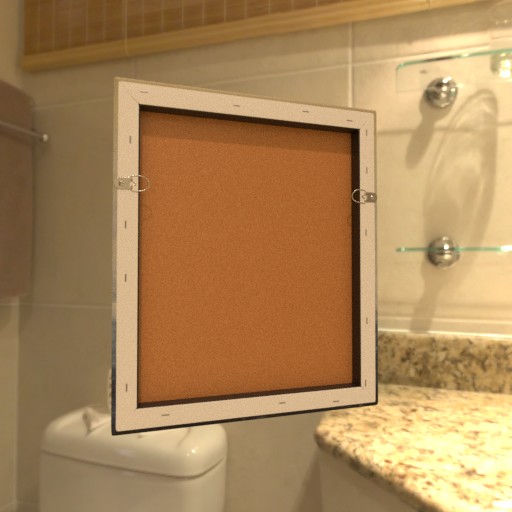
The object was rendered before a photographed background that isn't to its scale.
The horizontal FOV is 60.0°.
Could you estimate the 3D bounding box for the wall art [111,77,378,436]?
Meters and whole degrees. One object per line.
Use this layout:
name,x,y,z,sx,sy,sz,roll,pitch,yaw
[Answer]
wall art,0.000,0.000,0.985,0.608,0.710,0.041,0,-1,-19
